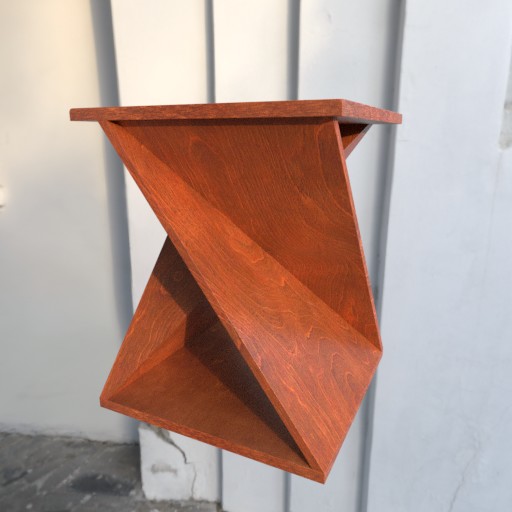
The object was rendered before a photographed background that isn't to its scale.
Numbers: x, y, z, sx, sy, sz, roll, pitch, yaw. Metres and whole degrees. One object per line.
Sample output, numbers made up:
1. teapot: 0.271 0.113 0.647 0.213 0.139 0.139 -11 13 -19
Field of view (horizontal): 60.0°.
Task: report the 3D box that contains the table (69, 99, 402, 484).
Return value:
1. table: 0.000 0.000 0.839 0.427 0.520 0.427 7 17 25
